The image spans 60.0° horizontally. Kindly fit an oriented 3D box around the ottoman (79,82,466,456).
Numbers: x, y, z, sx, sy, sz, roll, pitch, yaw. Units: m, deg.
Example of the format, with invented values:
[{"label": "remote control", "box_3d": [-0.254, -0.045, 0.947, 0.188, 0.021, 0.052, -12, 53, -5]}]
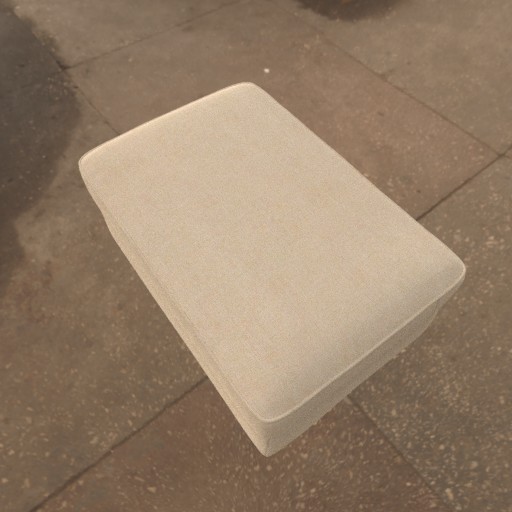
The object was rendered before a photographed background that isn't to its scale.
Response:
[{"label": "ottoman", "box_3d": [0.000, 0.000, 1.231, 0.583, 0.484, 0.862, -31, 62, -19]}]
